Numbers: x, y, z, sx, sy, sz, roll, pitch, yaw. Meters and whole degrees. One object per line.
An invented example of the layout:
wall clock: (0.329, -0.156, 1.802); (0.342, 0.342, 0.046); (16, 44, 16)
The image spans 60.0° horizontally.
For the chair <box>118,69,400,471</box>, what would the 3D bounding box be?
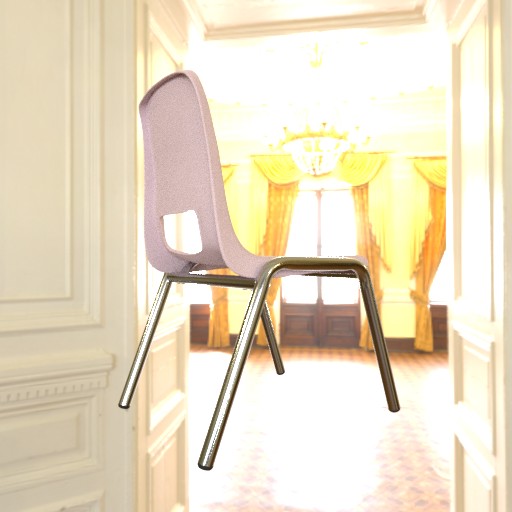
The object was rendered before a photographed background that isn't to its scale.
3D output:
chair: (0.000, 0.000, 0.848); (0.423, 0.586, 0.354); (0, 0, -37)
